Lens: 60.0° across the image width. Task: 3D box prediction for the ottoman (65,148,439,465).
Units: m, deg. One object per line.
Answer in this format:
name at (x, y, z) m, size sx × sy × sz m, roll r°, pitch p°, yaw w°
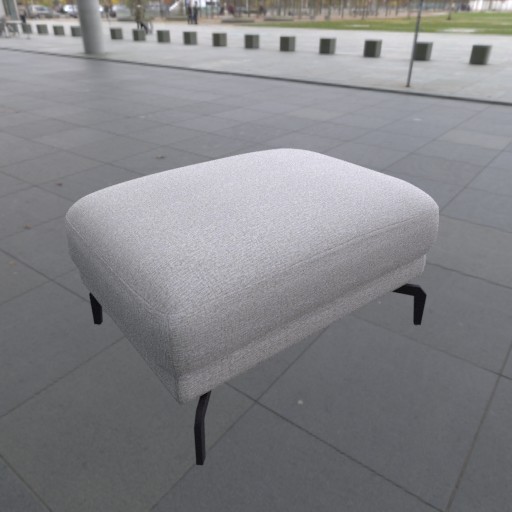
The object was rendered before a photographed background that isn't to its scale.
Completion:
ottoman at (0.000, 0.000, 1.108) m, size 0.772 × 0.420 × 0.568 m, roll -21°, pitch 36°, yaw -32°
